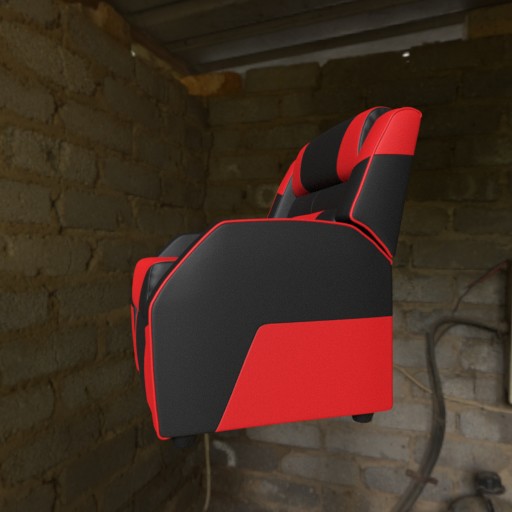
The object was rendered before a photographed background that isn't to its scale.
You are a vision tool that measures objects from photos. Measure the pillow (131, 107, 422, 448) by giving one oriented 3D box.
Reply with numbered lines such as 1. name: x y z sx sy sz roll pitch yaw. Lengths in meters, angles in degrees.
1. pillow: 0.000 0.000 1.274 0.672 0.805 0.620 0 0 -19
